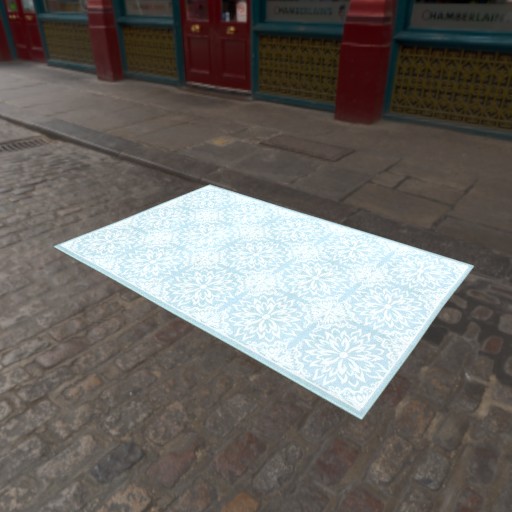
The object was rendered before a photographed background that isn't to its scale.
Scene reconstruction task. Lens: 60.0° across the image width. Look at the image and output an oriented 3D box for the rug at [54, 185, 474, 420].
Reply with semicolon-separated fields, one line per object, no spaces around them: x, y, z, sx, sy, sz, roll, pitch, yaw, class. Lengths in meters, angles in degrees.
0.000;0.000;2.318;1.840;0.012;1.219;22;36;33;rug
